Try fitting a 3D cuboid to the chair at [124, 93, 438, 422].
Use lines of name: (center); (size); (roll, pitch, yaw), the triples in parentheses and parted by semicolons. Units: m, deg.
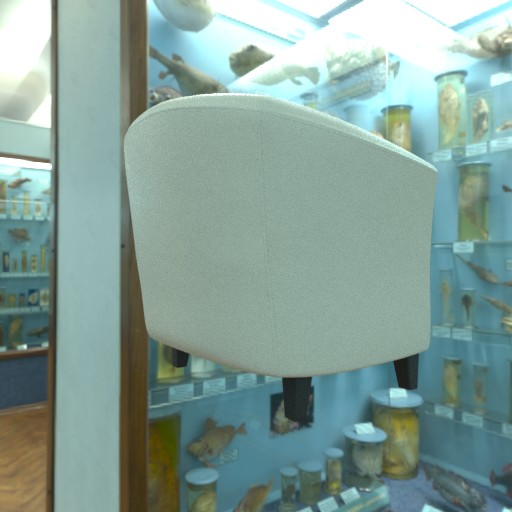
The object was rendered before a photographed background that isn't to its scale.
chair: (0.000, 0.000, 1.340); (0.727, 0.756, 0.792); (0, -1, -35)
